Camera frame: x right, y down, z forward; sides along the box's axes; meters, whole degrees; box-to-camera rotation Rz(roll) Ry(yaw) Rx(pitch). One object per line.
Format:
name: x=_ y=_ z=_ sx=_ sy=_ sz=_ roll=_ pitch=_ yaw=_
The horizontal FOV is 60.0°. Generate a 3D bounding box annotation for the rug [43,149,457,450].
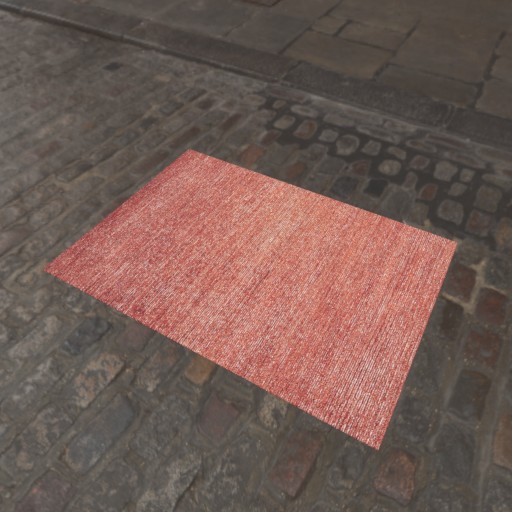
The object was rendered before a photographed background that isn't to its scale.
rug: x=0.000 y=0.000 z=5.162 sx=3.965 sy=0.025 sz=2.803 roll=23 pitch=51 yaw=20
